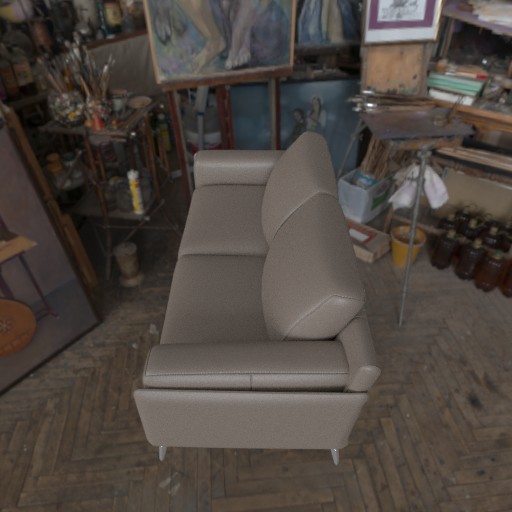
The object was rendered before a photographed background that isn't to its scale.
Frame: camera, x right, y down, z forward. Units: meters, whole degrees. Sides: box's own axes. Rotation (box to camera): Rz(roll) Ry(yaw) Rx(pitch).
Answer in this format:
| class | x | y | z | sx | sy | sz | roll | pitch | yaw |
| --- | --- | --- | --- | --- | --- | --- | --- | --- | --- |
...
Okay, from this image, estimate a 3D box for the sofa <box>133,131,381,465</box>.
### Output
| class | x | y | z | sx | sy | sz | roll | pitch | yaw |
| --- | --- | --- | --- | --- | --- | --- | --- | --- | --- |
| sofa | 0.000 | 0.000 | 2.620 | 1.049 | 0.930 | 2.101 | 0 | 40 | 0 |
